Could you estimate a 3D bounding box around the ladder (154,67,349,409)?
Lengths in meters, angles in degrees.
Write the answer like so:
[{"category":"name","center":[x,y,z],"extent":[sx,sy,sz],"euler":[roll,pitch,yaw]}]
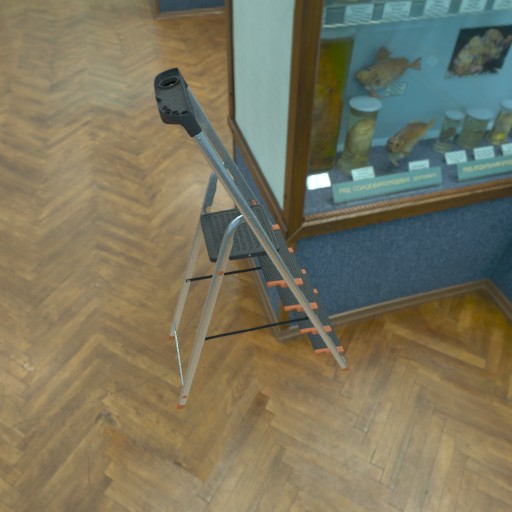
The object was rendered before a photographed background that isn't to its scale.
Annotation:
[{"category":"ladder","center":[0.000,0.000,2.043],"extent":[0.995,1.646,0.480],"euler":[-10,46,-10]}]
